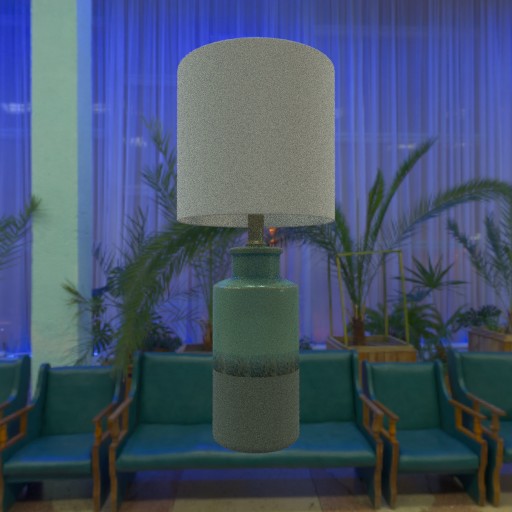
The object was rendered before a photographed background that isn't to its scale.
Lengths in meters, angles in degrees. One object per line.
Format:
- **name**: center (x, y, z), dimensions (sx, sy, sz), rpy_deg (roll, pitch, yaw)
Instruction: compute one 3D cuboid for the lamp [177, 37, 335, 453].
- **lamp**: center (0.000, 0.000, 0.604), dimensions (0.212, 0.493, 0.212), rpy_deg (0, 0, 0)
